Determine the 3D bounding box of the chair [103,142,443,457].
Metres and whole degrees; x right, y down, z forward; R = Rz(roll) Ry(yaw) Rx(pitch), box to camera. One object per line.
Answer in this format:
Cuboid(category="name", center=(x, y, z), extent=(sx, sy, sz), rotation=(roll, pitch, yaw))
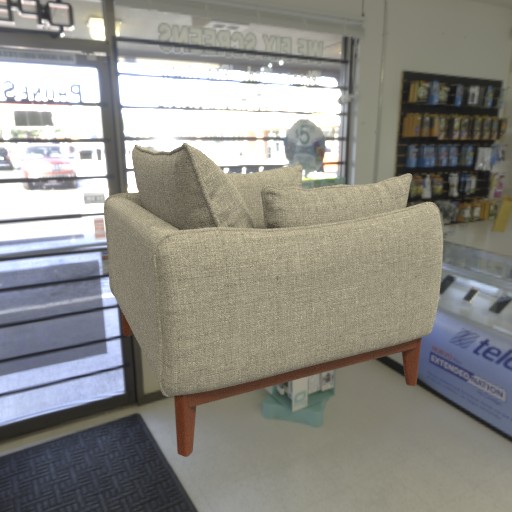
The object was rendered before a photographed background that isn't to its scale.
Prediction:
Cuboid(category="chair", center=(0.000, 0.000, 1.682), extent=(0.976, 0.839, 0.993), rotation=(-7, 16, -25))
